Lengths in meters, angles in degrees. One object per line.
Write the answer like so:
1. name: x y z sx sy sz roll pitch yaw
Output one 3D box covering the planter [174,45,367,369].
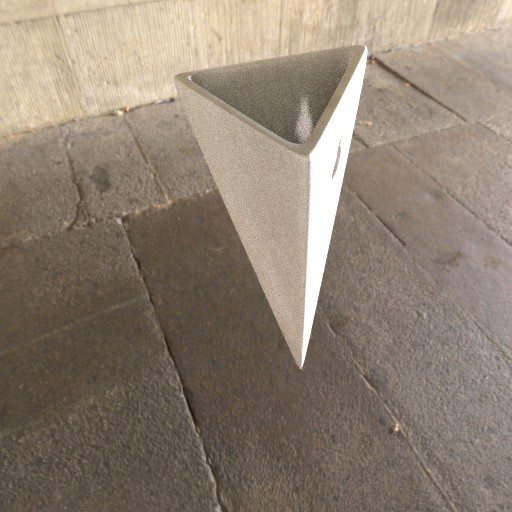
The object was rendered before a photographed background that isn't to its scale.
1. planter: 0.000 0.000 0.271 0.081 0.224 0.101 15 49 14
